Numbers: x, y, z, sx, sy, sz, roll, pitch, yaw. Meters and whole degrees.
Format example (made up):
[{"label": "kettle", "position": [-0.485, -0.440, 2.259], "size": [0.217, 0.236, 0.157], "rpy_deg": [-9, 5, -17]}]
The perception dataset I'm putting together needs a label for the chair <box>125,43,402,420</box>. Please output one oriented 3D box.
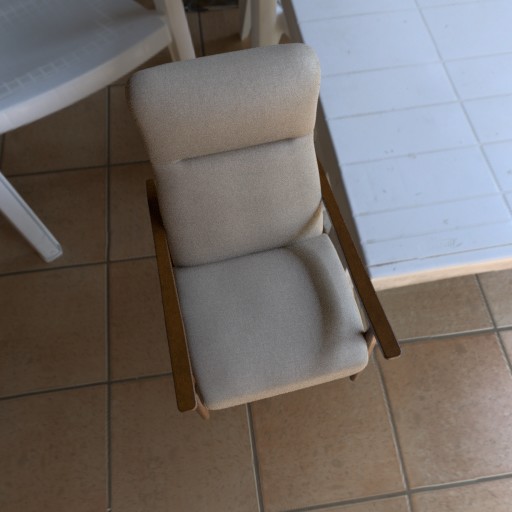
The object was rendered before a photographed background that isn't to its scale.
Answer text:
[{"label": "chair", "position": [0.000, 0.000, 1.731], "size": [0.762, 1.082, 1.030], "rpy_deg": [-13, 66, -6]}]
